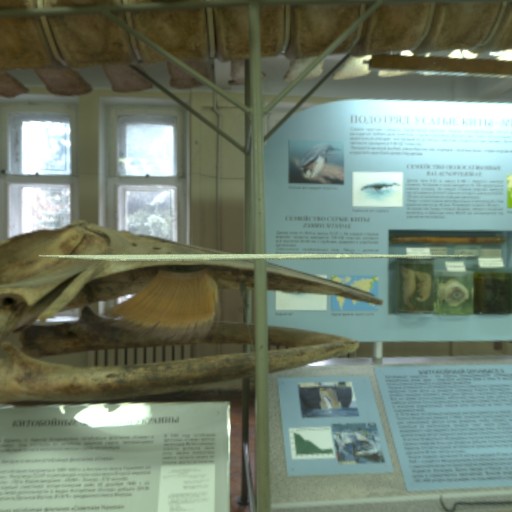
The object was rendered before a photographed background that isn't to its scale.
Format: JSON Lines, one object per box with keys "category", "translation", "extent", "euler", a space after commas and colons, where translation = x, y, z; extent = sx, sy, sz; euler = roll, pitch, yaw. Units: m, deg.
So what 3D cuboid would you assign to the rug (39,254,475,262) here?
{"category": "rug", "translation": [0.000, 0.000, 4.212], "extent": [3.353, 0.013, 2.438], "euler": [0, 1, -36]}
